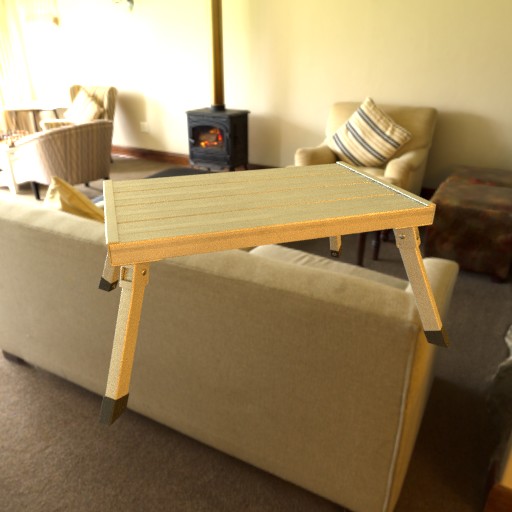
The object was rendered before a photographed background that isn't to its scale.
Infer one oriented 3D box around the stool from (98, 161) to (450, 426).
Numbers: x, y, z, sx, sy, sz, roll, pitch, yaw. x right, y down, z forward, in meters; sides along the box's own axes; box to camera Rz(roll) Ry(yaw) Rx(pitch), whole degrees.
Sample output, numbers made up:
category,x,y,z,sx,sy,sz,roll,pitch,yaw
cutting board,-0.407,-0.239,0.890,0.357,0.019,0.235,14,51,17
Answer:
category,x,y,z,sx,sy,sz,roll,pitch,yaw
stool,0.000,0.000,0.743,0.535,0.225,0.385,-8,26,-16
